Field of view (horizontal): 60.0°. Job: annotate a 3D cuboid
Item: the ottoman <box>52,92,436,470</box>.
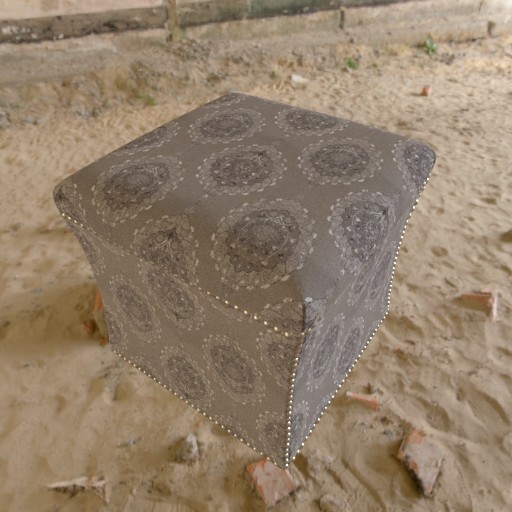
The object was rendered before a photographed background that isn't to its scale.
[{"bbox_3d":[0.000,0.000,0.892,0.497,0.473,0.507,25,47,26],"label":"ottoman"}]
